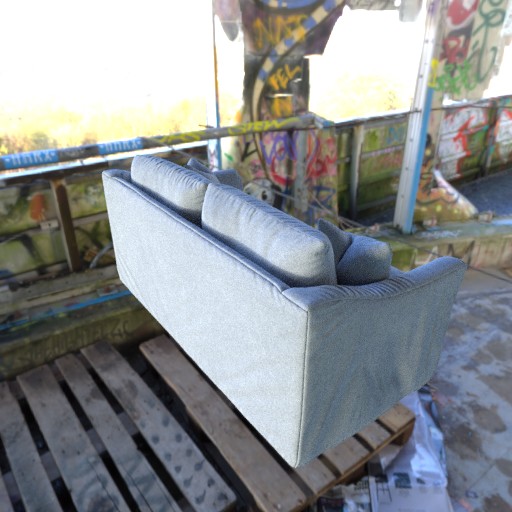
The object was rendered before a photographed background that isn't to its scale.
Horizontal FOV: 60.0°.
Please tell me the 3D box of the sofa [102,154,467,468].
[{"bbox_3d":[0.000,0.000,2.620,1.072,1.018,2.010,-19,33,-32],"label":"sofa"}]
